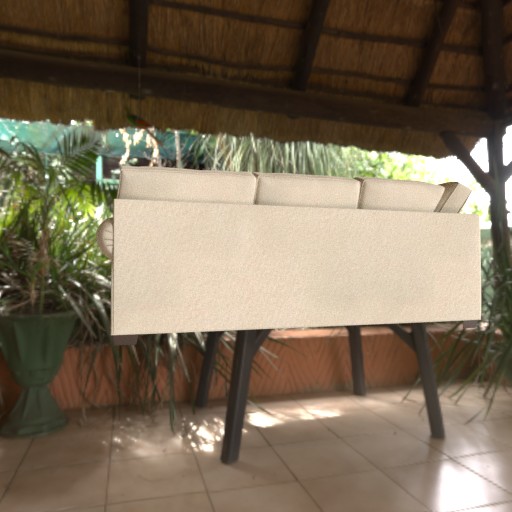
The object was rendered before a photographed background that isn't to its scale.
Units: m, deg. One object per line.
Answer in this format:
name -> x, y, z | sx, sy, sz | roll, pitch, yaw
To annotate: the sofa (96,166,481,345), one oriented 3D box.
sofa -> 0.000, 0.000, 3.928 | 2.569, 1.054, 2.487 | 0, -2, -17
